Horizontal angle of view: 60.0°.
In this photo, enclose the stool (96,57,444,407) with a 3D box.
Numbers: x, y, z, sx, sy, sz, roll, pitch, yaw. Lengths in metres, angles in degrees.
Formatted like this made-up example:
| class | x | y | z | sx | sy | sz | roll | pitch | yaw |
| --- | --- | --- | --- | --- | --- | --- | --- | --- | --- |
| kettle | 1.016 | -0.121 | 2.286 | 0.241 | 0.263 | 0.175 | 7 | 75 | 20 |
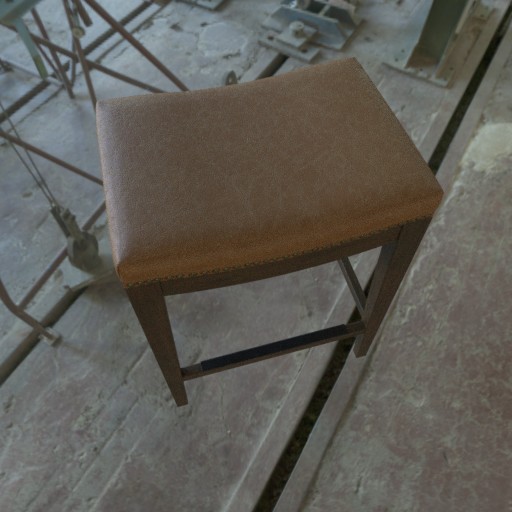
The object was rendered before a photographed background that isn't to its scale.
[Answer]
| class | x | y | z | sx | sy | sz | roll | pitch | yaw |
| --- | --- | --- | --- | --- | --- | --- | --- | --- | --- |
| stool | 0.000 | 0.000 | 0.947 | 0.500 | 0.660 | 0.361 | -13 | 59 | -8 |
